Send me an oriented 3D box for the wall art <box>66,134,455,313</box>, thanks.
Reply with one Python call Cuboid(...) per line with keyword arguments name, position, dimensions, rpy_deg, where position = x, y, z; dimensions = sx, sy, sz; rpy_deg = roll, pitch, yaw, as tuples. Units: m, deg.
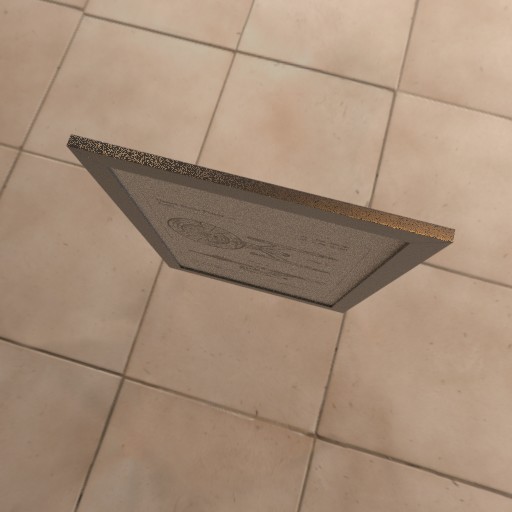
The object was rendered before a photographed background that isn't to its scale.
Cuboid(name="wall art", position=(0.000, 0.000, 0.673), dimensions=(0.376, 0.529, 0.013), rpy_deg=(15, 76, 4))
